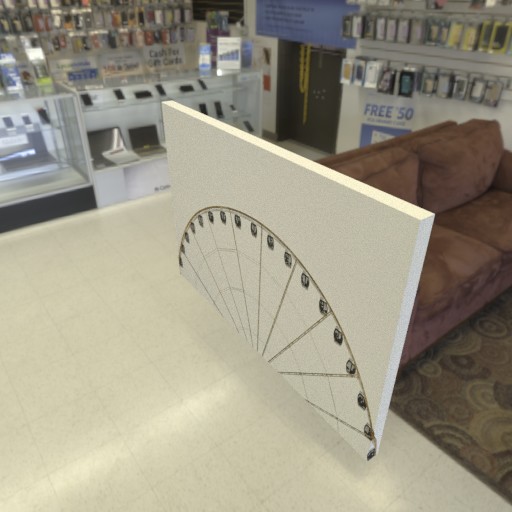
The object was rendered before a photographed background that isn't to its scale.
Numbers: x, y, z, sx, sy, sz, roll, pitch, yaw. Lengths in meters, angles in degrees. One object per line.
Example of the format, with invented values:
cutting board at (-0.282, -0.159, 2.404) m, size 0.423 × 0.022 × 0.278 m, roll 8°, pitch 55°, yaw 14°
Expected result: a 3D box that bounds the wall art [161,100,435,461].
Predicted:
wall art at (0.000, 0.000, 1.137) m, size 0.038 × 0.601 × 0.898 m, roll -21°, pitch 38°, yaw -29°
